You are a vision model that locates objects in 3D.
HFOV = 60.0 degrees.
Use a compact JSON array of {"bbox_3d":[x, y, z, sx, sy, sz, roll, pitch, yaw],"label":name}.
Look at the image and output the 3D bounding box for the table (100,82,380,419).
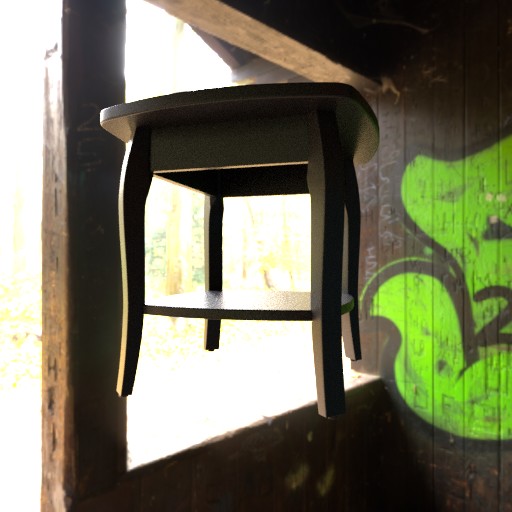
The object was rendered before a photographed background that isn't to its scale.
[{"bbox_3d":[0.000,0.000,0.849,0.457,0.457,0.508,0,0,17],"label":"table"}]
